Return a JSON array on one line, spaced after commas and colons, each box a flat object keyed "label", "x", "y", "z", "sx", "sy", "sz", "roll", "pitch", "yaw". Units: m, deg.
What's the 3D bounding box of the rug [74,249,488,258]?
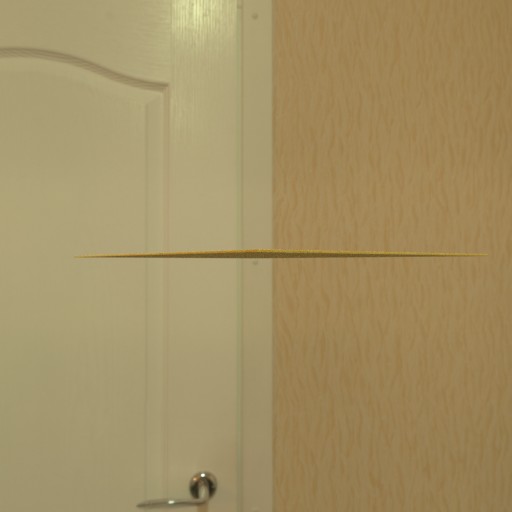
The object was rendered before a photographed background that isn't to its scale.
[{"label": "rug", "x": 0.000, "y": 0.000, "z": 4.295, "sx": 2.486, "sy": 0.015, "sz": 3.242, "roll": 1, "pitch": -1, "yaw": -38}]
